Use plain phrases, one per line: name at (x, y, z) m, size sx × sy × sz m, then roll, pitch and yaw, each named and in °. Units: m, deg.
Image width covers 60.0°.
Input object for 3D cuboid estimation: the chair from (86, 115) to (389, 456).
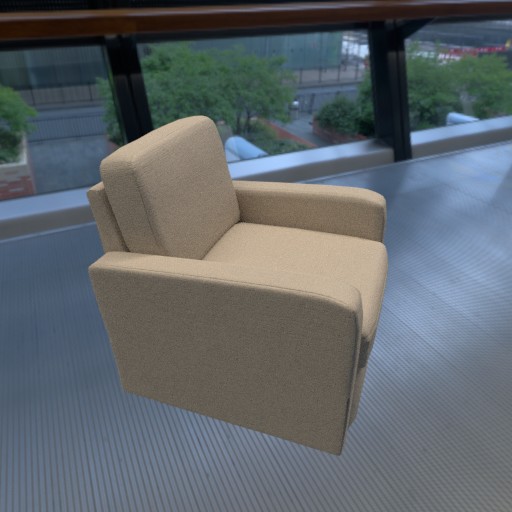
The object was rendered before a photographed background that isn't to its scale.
chair at (0.000, 0.000, 1.546) m, size 0.888 × 0.827 × 0.755 m, roll 10°, pitch 32°, yaw 17°
